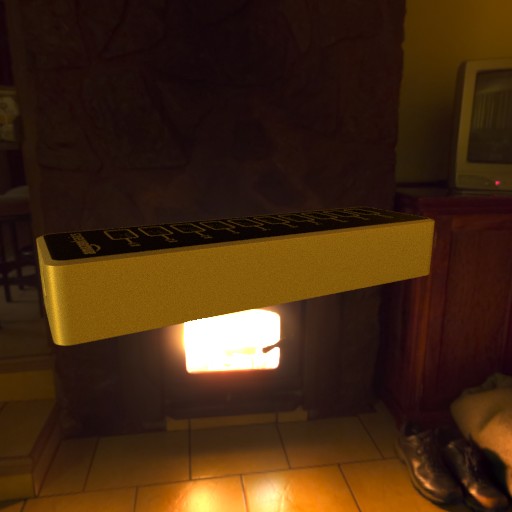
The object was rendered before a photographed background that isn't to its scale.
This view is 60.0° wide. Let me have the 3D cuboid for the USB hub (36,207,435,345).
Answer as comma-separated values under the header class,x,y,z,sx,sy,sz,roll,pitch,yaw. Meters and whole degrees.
class,x,y,z,sx,sy,sz,roll,pitch,yaw
USB hub,0.000,0.000,0.167,0.145,0.023,0.044,-8,16,-28
